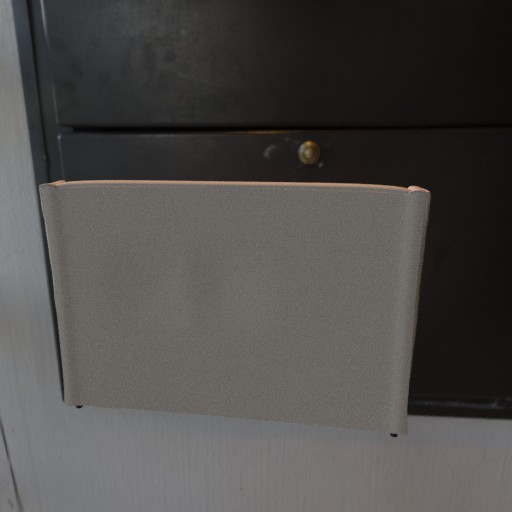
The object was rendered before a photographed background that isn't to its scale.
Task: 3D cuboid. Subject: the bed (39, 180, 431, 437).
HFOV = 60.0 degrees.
[{"bbox_3d":[0.000,0.000,3.342,1.925,1.332,2.276,2,16,8],"label":"bed"}]
